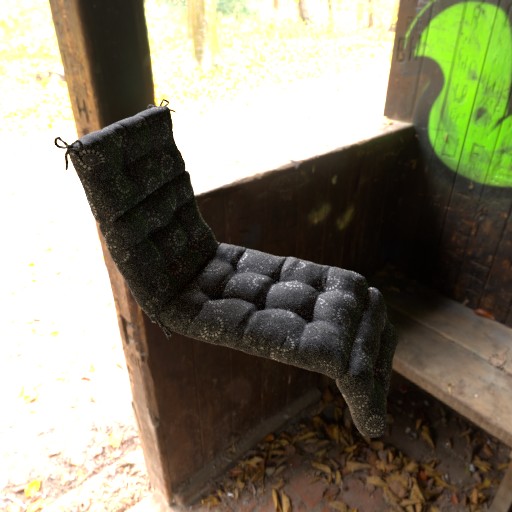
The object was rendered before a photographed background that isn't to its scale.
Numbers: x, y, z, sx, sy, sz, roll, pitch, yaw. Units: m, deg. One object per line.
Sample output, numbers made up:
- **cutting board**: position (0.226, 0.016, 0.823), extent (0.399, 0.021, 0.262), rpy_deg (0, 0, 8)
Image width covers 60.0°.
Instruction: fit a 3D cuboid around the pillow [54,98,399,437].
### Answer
- **pillow**: position (0.000, 0.000, 1.483), extent (1.016, 0.863, 0.526), rpy_deg (11, 33, 17)
